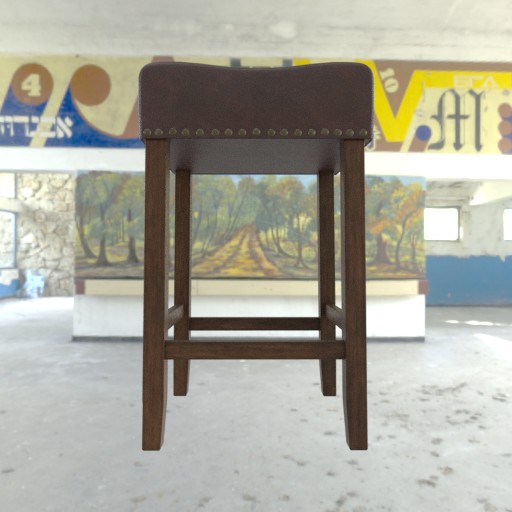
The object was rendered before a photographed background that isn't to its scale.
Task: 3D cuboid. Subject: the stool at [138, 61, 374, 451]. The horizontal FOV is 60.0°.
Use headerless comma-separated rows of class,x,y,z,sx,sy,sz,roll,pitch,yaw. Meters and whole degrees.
stool,0.000,0.000,1.058,0.465,0.769,0.401,0,0,0
